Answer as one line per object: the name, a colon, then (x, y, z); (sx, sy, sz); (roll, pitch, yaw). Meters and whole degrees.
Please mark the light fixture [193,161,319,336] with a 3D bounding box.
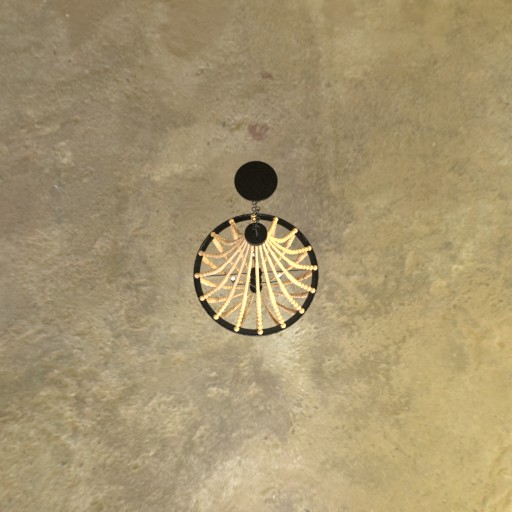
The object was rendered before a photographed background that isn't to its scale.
light fixture: (0.000, 0.000, 1.346); (0.450, 1.133, 0.450); (0, 76, 0)
